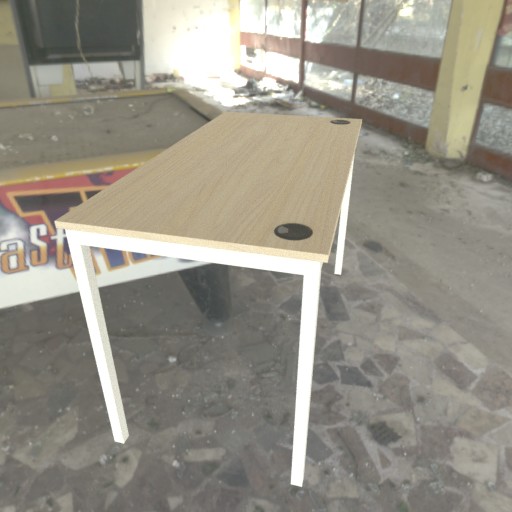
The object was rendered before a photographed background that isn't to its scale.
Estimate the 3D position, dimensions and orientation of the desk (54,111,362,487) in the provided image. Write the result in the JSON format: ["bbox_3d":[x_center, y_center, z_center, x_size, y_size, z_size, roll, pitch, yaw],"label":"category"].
[{"bbox_3d":[0.000,0.000,1.594,0.600,0.750,1.200,7,30,13],"label":"desk"}]
